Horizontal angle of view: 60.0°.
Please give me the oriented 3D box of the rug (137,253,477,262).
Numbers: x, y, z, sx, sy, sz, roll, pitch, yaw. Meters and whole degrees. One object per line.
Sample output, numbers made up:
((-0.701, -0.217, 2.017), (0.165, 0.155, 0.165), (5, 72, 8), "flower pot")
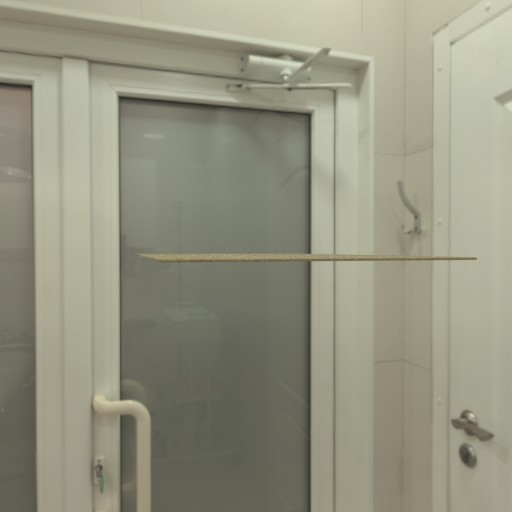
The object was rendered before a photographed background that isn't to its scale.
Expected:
((0.000, 0.000, 3.110), (1.540, 0.012, 2.448), (0, 1, -17), "rug")
